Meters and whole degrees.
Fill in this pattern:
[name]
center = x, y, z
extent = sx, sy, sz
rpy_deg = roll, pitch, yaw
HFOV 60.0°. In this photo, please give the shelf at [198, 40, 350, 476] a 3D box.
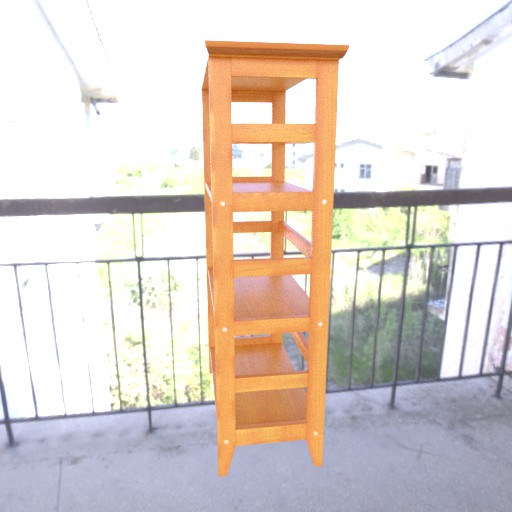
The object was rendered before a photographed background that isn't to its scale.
[shelf]
center = 0.000, 0.000, 1.358
extent = 0.305, 1.067, 0.660
rpy_deg = -2, 14, -8
